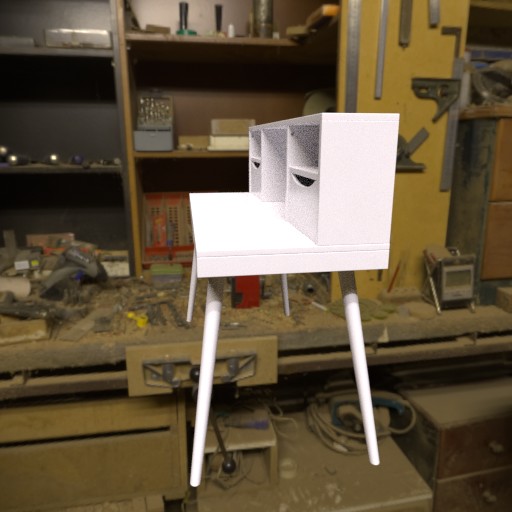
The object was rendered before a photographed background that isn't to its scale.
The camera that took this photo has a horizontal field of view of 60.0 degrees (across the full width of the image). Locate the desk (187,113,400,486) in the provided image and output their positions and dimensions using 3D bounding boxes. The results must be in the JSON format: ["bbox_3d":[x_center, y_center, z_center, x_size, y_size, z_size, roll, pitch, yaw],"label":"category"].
[{"bbox_3d":[0.000,0.000,1.716,0.559,0.990,1.199,-2,15,-9],"label":"desk"}]
